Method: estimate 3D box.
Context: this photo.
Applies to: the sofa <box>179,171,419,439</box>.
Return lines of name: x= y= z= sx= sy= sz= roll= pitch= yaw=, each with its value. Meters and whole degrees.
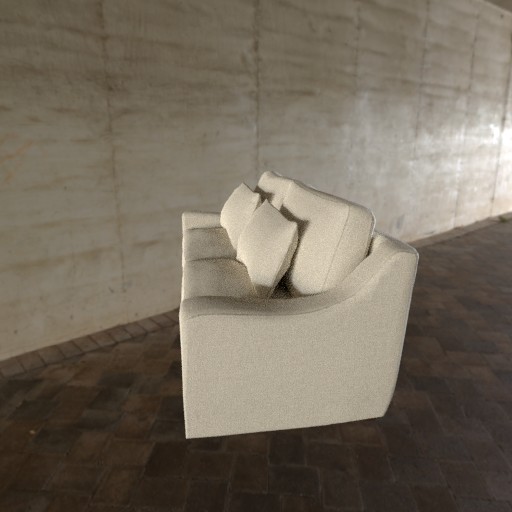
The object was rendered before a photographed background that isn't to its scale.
sofa: x=0.000 y=0.000 z=3.008 sx=1.009 sy=1.022 sz=2.470 roll=-2 pitch=16 yaw=-8
